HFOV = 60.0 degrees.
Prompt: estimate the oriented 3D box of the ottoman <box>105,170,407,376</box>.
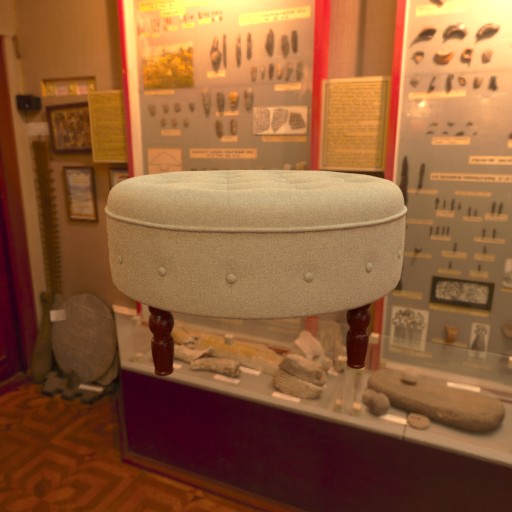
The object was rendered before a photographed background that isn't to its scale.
[{"bbox_3d":[0.000,0.000,1.350,0.849,0.478,0.849,0,14,0],"label":"ottoman"}]
